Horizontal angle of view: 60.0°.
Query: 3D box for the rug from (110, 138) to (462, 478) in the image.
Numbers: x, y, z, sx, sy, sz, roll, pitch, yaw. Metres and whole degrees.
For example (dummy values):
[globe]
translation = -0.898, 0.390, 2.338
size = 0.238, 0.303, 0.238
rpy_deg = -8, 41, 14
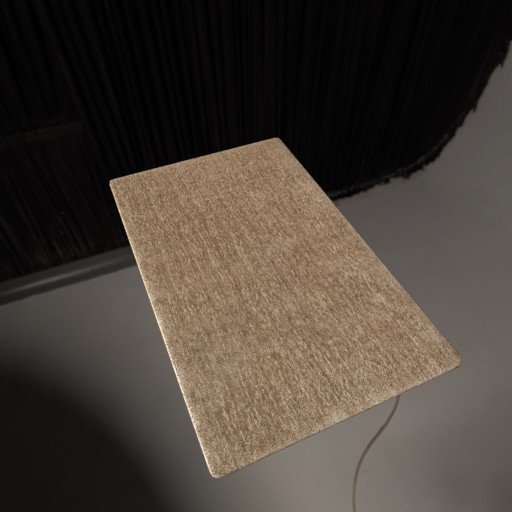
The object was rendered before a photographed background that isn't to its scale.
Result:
[rug]
translation = 0.000, 0.000, 3.075
size = 1.539, 0.024, 2.469
rpy_deg = -18, 51, -16
